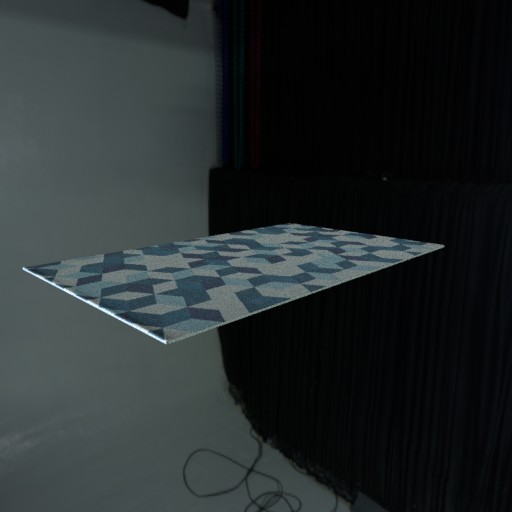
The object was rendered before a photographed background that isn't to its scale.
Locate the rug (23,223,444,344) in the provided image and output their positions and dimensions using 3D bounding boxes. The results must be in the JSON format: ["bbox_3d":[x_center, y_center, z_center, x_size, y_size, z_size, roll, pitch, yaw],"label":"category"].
[{"bbox_3d":[0.000,0.000,2.972,1.518,0.015,2.438,13,18,43],"label":"rug"}]
